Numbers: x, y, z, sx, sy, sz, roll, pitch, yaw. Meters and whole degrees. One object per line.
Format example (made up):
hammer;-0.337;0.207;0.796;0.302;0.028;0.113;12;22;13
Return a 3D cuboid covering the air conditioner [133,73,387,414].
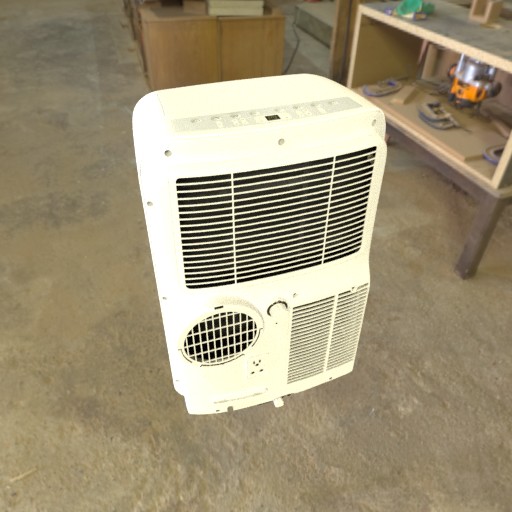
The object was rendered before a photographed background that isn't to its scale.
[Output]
air conditioner;0.000;0.000;0.965;0.454;0.700;0.365;-12;43;-13
